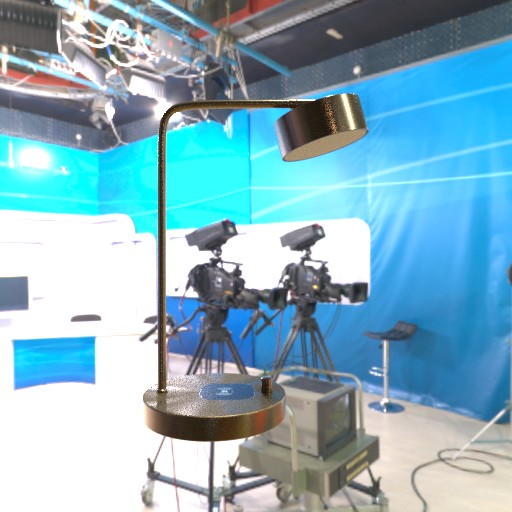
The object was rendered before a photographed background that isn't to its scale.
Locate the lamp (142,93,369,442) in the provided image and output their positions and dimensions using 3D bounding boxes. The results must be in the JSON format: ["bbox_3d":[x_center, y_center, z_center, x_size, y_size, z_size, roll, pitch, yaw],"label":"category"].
[{"bbox_3d":[0.000,0.000,0.537,0.270,0.380,0.171,0,0,0],"label":"lamp"}]
